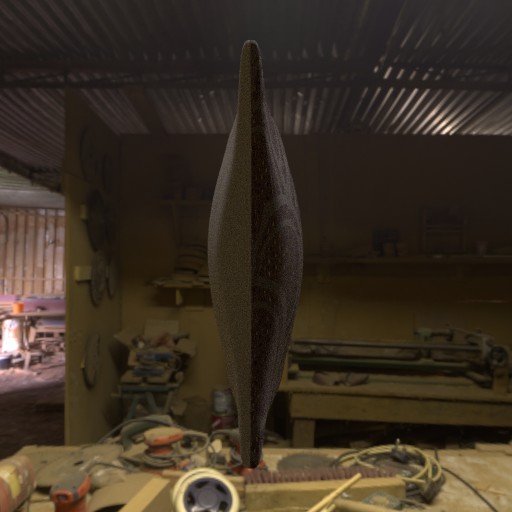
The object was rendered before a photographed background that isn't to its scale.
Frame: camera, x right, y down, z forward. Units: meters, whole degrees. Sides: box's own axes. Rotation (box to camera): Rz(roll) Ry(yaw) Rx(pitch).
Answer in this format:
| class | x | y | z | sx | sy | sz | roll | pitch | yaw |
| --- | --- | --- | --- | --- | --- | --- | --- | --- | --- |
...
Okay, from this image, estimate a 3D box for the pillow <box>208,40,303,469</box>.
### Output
| class | x | y | z | sx | sy | sz | roll | pitch | yaw |
| --- | --- | --- | --- | --- | --- | --- | --- | --- | --- |
| pillow | 0.000 | 0.000 | 0.776 | 0.163 | 0.513 | 0.514 | 0 | -1 | 1 |
